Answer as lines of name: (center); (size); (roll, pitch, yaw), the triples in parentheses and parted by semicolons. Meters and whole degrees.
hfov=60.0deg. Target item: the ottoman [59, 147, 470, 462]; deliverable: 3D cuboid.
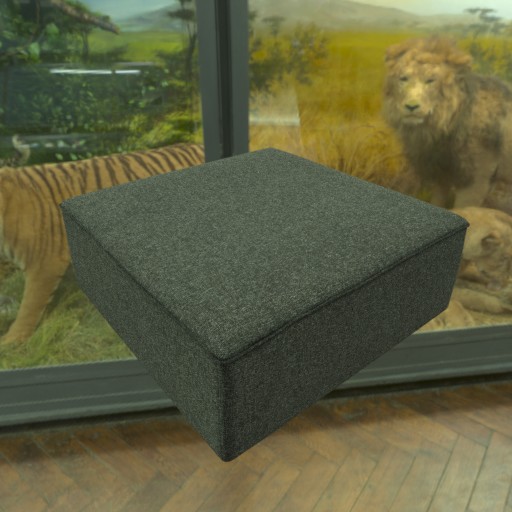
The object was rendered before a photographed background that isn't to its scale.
ottoman: (0.000, 0.000, 1.578); (1.017, 0.423, 1.021); (-22, 37, -32)
